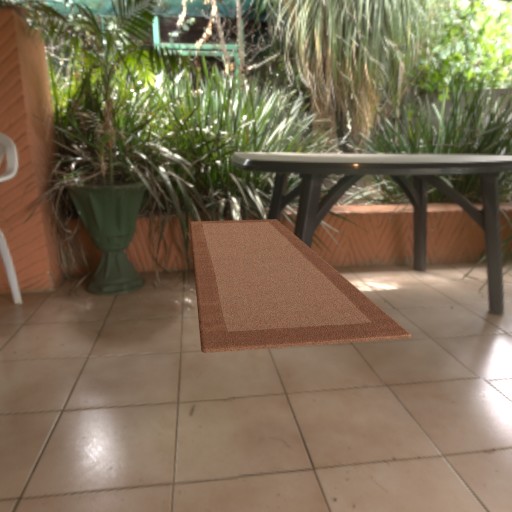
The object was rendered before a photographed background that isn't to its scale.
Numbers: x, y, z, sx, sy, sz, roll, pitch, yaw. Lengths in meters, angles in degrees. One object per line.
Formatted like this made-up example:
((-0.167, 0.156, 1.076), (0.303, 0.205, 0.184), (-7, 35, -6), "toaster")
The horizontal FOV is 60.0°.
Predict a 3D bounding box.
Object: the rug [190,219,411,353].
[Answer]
((0.000, 0.000, 2.718), (0.764, 0.017, 2.439), (-2, 15, -9), "rug")
